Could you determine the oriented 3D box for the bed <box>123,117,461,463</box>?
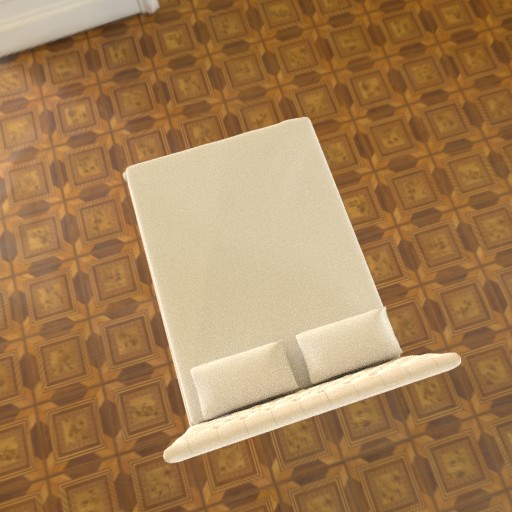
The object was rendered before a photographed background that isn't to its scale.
[{"bbox_3d":[0.000,0.000,3.301,1.696,1.426,2.233,-17,76,-4],"label":"bed"}]
